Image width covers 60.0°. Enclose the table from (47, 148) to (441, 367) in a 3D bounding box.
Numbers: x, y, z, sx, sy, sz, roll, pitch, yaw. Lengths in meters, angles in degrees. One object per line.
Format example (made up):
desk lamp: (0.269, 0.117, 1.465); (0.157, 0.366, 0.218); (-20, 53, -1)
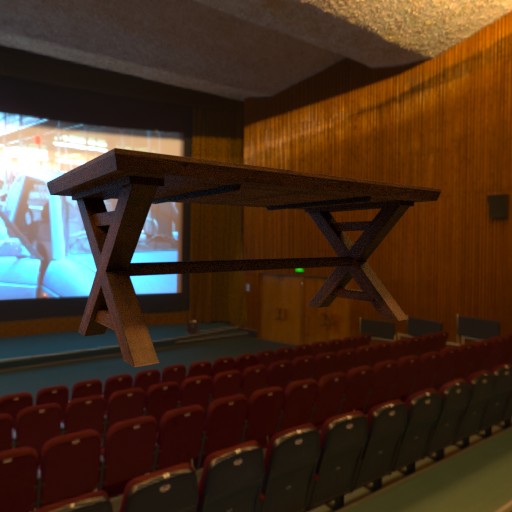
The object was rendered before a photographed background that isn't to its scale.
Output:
table: (0.000, 0.000, 2.516); (1.966, 0.793, 1.071); (-1, 2, -36)
